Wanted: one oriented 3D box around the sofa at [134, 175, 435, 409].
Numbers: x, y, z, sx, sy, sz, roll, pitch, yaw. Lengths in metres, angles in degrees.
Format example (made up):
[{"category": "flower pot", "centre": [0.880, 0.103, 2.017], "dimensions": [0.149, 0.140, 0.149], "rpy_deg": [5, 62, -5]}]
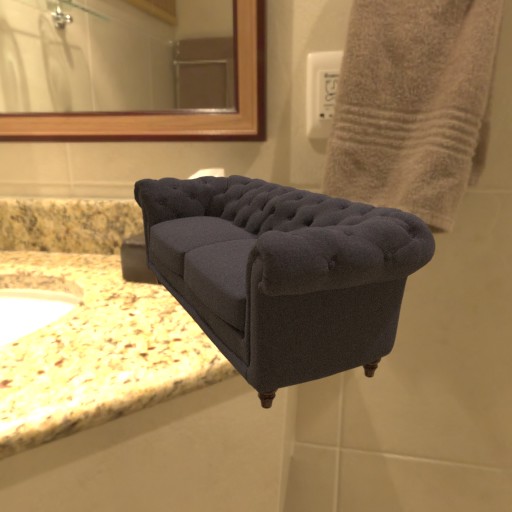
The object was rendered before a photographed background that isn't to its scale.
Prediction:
[{"category": "sofa", "centre": [0.000, 0.000, 2.844], "dimensions": [1.046, 0.836, 2.335], "rpy_deg": [-8, 18, -25]}]
